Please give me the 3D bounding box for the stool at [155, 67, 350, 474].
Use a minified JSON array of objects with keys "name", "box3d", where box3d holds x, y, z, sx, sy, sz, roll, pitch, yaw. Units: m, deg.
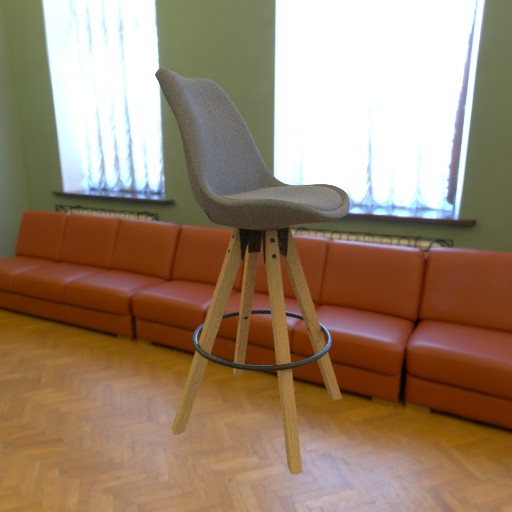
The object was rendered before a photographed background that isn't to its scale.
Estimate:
[{"name":"stool","box3d":[0.000,0.000,1.407,0.550,1.115,0.485,7,15,25]}]
